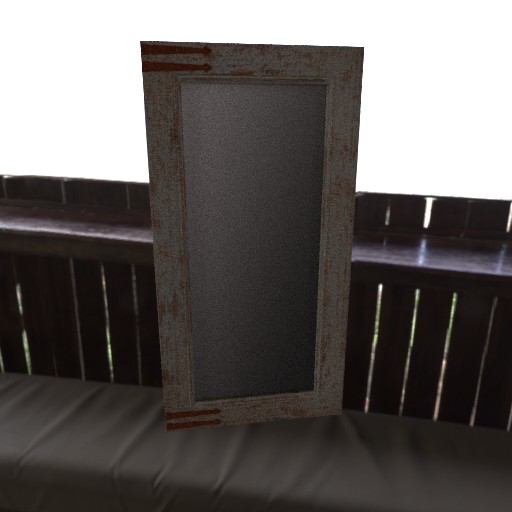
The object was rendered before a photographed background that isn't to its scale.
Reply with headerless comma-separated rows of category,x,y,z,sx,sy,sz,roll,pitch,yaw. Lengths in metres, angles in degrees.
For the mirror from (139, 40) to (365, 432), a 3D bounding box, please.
mirror,0.000,0.000,1.056,0.472,0.922,0.027,-3,17,-9
